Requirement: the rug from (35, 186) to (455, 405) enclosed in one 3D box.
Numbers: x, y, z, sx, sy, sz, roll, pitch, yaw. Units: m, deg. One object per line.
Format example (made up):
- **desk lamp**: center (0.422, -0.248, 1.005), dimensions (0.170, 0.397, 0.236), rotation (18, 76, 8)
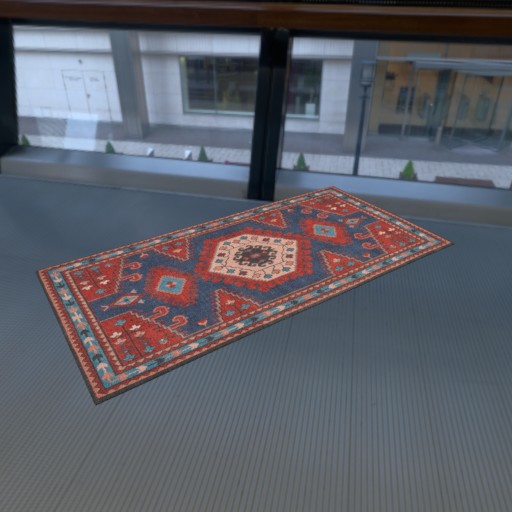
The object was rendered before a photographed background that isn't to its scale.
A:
- **rug**: center (0.000, 0.000, 3.555), dimensions (3.032, 0.034, 1.522), rotation (-19, 36, -28)
